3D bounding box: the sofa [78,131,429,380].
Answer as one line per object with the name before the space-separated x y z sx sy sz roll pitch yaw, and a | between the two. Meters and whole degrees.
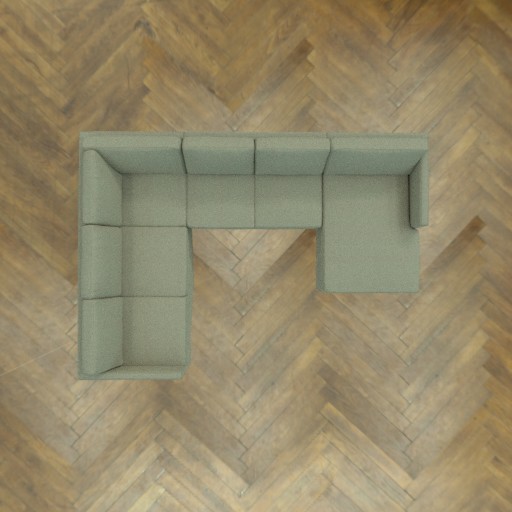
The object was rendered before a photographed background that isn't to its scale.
sofa | 0.000 0.000 4.570 3.460 0.882 2.427 0 89 -1
